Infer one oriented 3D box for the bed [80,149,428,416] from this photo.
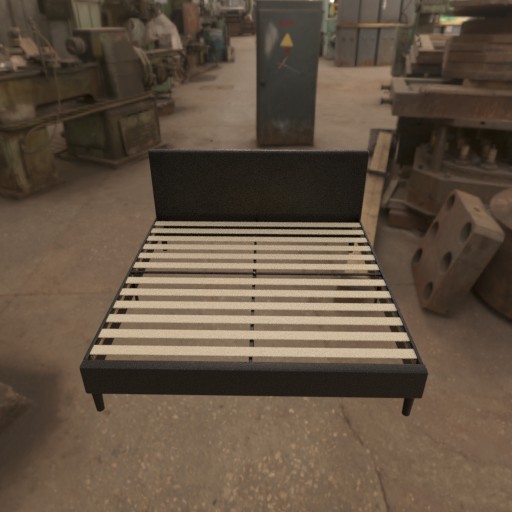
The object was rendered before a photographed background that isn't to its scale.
[{"bbox_3d":[0.000,0.000,3.410,2.018,1.046,2.152,1,30,1],"label":"bed"}]
